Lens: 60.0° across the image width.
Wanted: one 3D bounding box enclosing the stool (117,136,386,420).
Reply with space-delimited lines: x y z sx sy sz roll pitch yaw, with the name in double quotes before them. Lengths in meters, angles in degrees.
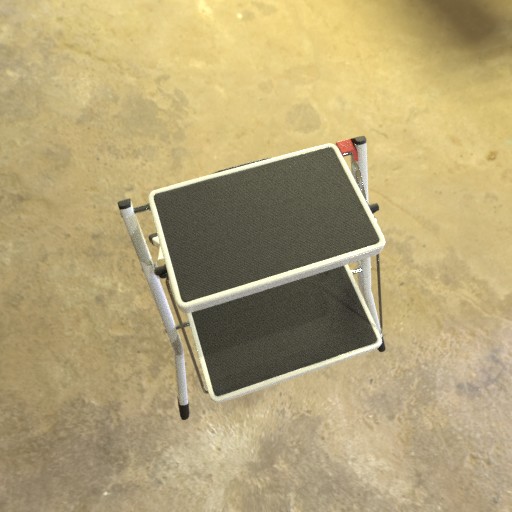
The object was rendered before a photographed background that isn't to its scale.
"stool" 0.000 0.000 0.879 0.485 0.445 0.490 -17 65 -8
